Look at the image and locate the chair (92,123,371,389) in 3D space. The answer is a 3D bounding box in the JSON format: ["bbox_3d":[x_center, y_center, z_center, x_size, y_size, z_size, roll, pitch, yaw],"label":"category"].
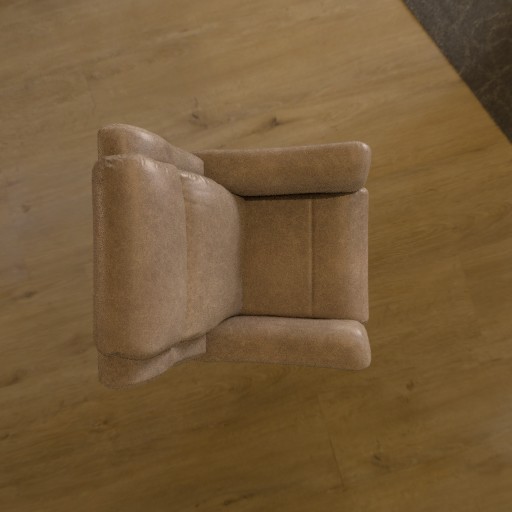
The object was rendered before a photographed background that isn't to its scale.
[{"bbox_3d":[0.000,0.000,1.909,1.068,1.116,0.965,0,90,0],"label":"chair"}]
